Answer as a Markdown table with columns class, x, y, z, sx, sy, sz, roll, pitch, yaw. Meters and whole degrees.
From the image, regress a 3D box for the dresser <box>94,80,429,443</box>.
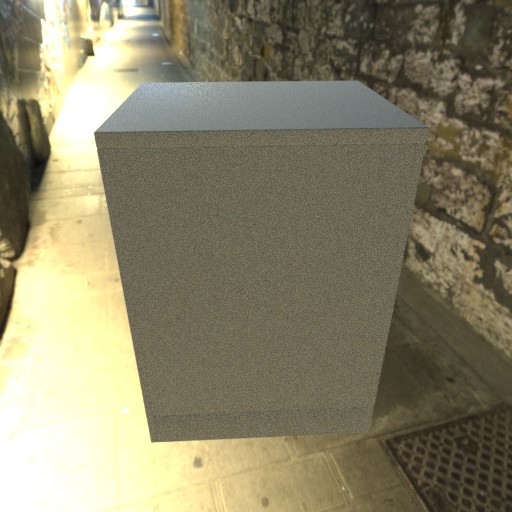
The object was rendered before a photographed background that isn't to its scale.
| class | x | y | z | sx | sy | sz | roll | pitch | yaw |
| --- | --- | --- | --- | --- | --- | --- | --- | --- | --- |
| dresser | 0.000 | 0.000 | 0.823 | 0.400 | 0.560 | 0.360 | -2 | 31 | -3 |
